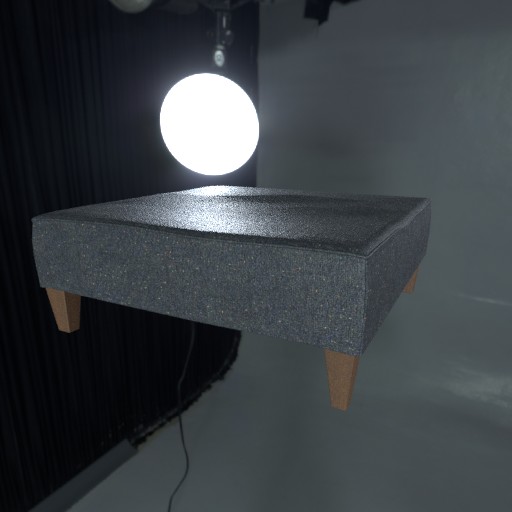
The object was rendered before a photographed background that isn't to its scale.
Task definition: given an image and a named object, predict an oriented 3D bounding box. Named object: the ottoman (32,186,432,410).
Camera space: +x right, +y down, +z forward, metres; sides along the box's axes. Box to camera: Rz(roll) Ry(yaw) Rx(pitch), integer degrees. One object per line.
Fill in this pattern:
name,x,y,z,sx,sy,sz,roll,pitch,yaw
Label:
ottoman,0.000,0.000,1.523,1.004,0.382,0.968,8,17,27
